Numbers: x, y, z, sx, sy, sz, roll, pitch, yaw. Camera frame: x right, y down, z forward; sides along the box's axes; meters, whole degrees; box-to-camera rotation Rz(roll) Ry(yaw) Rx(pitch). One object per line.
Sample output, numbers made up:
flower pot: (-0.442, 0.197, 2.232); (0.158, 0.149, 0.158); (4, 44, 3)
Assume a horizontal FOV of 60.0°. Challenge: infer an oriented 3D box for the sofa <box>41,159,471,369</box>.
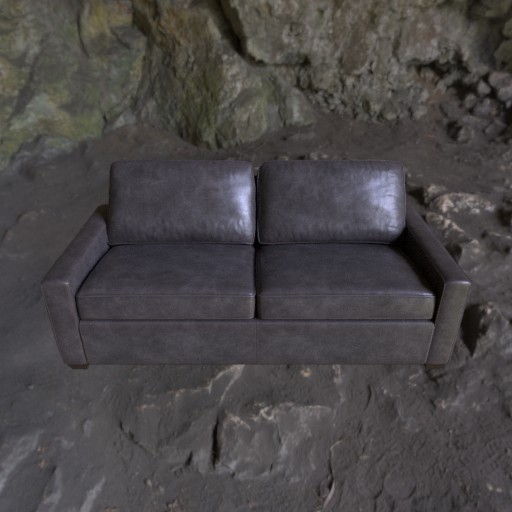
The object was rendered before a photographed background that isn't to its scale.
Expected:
sofa: (0.000, 0.000, 2.551); (2.081, 0.916, 0.939); (0, 30, 0)
